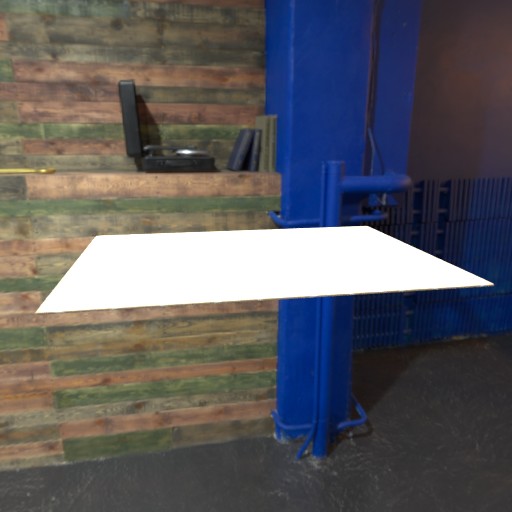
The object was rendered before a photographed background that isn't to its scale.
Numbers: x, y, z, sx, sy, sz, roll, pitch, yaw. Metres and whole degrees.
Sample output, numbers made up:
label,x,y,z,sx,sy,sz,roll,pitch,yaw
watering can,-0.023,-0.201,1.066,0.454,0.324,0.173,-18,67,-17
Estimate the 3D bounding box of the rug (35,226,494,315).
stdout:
label,x,y,z,sx,sy,sz,roll,pitch,yaw
rug,0.000,0.000,2.740,2.134,0.010,1.524,-3,15,-10
